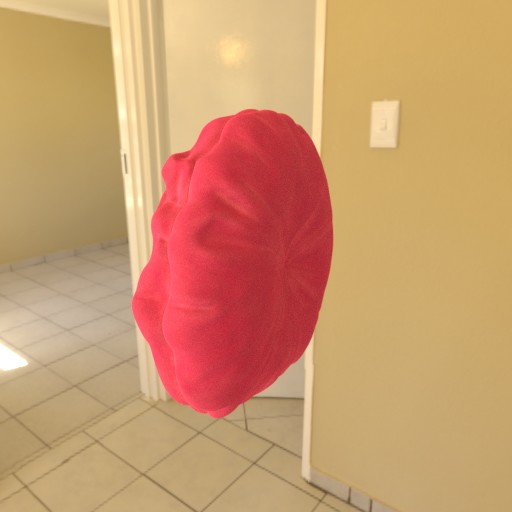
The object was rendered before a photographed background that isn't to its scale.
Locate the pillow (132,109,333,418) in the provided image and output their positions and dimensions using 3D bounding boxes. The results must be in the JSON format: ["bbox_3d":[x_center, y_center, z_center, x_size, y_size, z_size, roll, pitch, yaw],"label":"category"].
[{"bbox_3d":[0.000,0.000,0.646,0.148,0.407,0.428,9,19,27],"label":"pillow"}]
